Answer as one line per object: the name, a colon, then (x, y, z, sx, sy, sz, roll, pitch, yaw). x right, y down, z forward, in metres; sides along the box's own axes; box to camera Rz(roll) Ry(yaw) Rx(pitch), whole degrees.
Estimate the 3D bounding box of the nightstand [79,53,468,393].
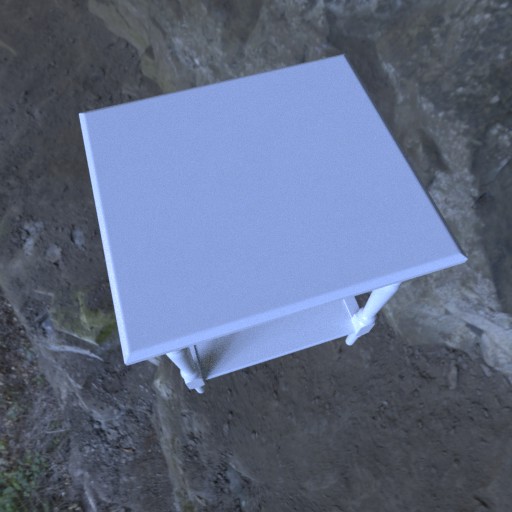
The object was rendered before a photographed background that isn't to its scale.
nightstand: (0.000, 0.000, 0.953, 0.505, 0.555, 0.459, -16, 64, -8)
